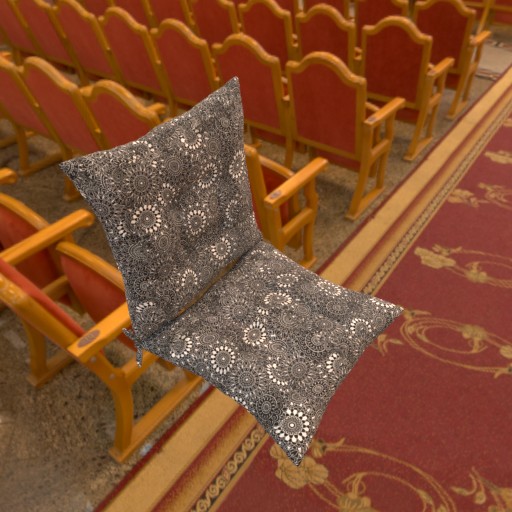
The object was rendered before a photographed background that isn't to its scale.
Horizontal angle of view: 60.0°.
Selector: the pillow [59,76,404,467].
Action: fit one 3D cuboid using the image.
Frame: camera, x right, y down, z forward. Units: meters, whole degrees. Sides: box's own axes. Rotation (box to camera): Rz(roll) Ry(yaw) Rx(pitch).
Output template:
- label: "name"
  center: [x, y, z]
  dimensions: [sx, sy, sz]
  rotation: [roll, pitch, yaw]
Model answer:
- label: "pillow"
  center: [0.000, 0.000, 0.990]
  dimensions: [0.585, 0.536, 0.541]
  rotation: [27, 49, 26]
